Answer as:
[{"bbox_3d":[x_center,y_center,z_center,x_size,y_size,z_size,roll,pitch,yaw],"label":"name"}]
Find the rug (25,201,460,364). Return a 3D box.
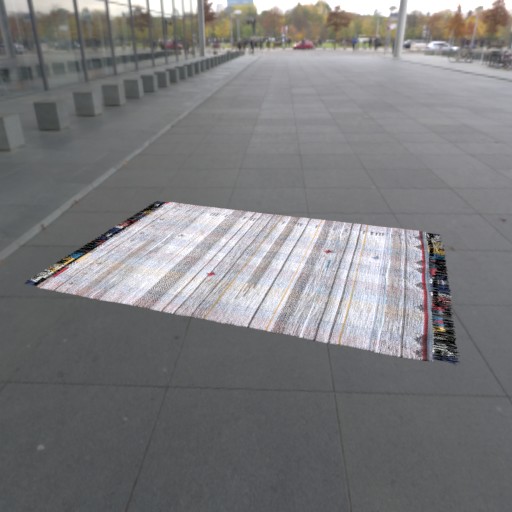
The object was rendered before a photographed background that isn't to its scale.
[{"bbox_3d":[0.000,0.000,2.254,1.848,0.012,1.217,8,27,16],"label":"rug"}]
